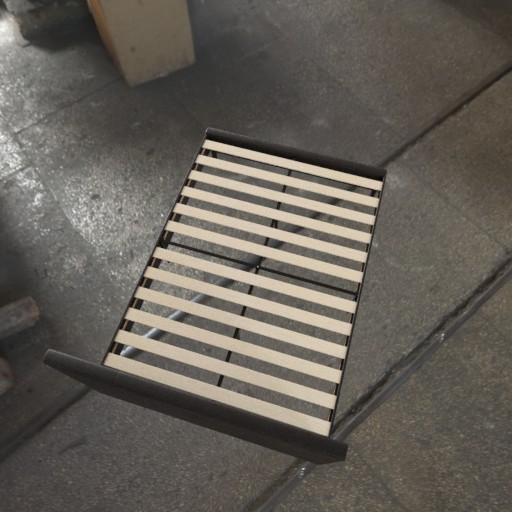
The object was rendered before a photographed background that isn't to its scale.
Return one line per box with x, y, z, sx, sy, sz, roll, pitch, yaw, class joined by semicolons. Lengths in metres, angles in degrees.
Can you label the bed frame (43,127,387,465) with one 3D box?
0.000;0.000;2.923;1.469;1.046;2.152;15;65;7;bed frame
